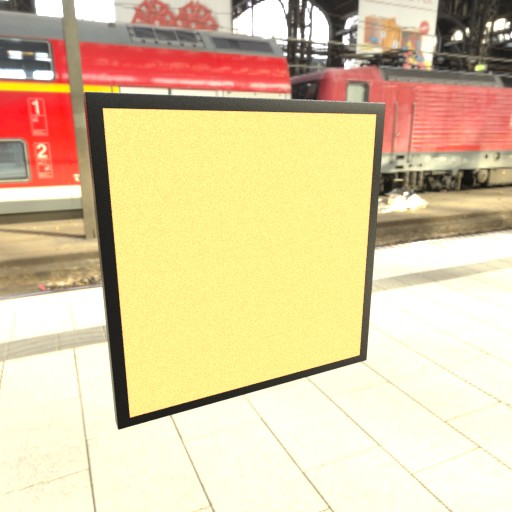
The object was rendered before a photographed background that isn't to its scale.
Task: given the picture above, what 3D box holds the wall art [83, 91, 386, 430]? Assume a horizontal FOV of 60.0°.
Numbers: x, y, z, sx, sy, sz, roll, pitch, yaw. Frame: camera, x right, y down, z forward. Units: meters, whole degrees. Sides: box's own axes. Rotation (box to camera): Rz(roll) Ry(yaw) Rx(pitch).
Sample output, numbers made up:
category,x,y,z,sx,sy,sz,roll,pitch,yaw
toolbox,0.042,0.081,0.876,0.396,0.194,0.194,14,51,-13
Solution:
category,x,y,z,sx,sy,sz,roll,pitch,yaw
wall art,0.000,0.000,1.135,0.755,0.761,0.038,-8,17,-26
